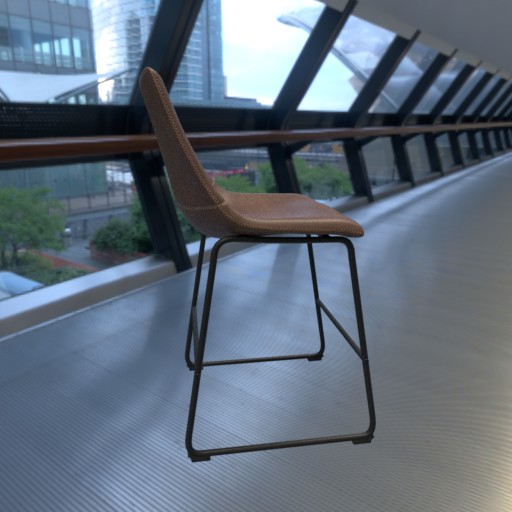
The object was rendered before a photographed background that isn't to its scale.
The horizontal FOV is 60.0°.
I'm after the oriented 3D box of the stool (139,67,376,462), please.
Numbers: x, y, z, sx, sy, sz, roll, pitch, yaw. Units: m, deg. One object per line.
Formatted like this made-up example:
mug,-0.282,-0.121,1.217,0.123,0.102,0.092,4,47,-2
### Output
stool,0.000,0.000,1.192,0.550,0.890,0.460,-2,16,-9
